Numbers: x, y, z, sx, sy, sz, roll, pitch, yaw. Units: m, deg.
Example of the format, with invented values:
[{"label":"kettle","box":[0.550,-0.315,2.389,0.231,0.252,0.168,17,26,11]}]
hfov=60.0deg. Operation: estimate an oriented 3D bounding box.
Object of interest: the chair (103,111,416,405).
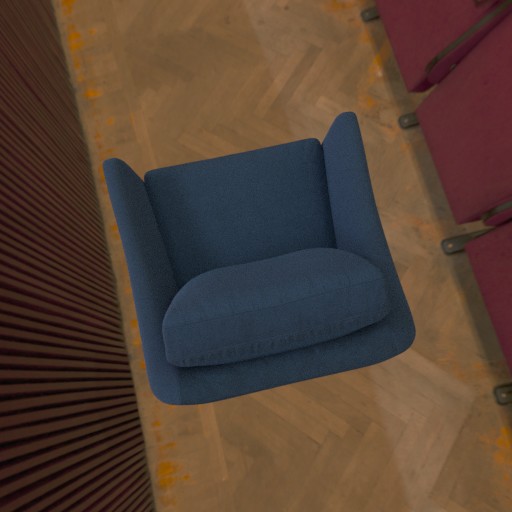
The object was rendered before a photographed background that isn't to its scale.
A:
[{"label":"chair","box":[0.000,0.000,1.708,0.987,0.899,0.961,-12,75,-3]}]
